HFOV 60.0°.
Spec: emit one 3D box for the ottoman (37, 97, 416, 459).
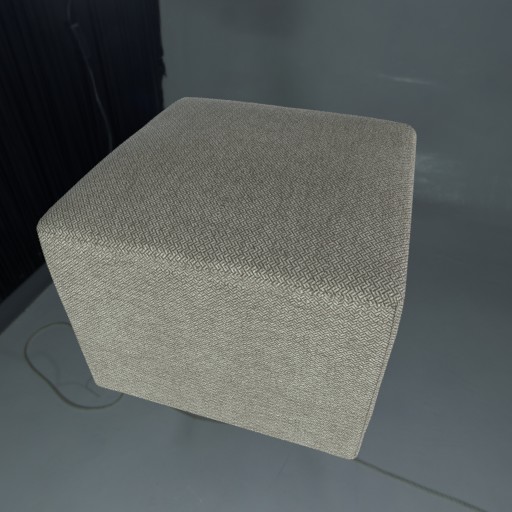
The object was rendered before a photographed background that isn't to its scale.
[{"bbox_3d":[0.000,0.000,0.866,0.519,0.453,0.512,11,42,13],"label":"ottoman"}]
